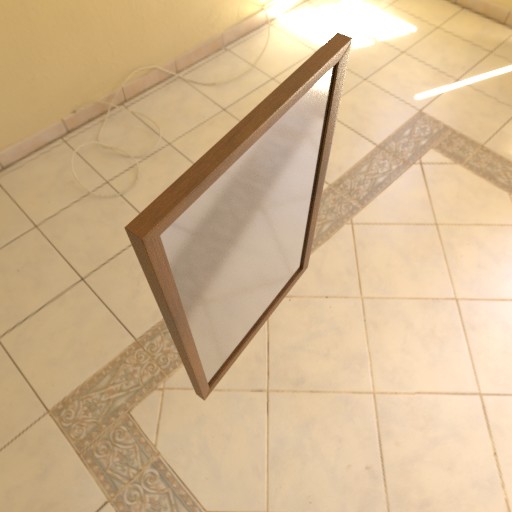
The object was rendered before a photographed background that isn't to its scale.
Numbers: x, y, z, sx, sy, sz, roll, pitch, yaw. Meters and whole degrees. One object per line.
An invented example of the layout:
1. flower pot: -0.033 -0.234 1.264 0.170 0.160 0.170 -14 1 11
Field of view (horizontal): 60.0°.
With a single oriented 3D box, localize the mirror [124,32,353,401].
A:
1. mirror: 0.000 0.000 1.158 0.040 0.915 0.609 32 63 18
